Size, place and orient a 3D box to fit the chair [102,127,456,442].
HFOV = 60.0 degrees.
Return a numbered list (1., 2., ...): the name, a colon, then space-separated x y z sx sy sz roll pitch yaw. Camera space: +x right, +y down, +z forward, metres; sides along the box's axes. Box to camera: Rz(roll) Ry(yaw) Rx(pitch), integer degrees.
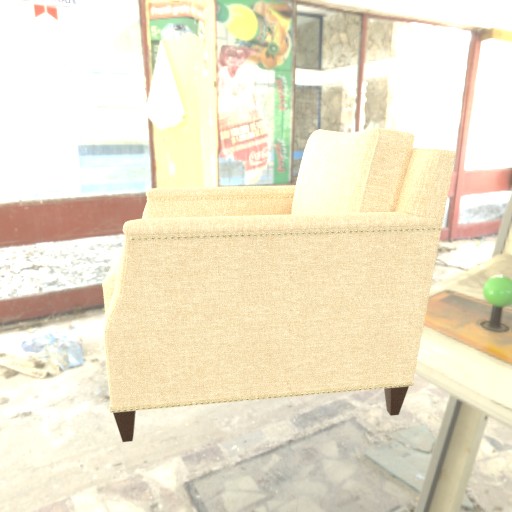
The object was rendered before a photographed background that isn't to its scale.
1. chair: 0.000 0.000 1.698 1.041 0.940 0.838 -2 16 -8
